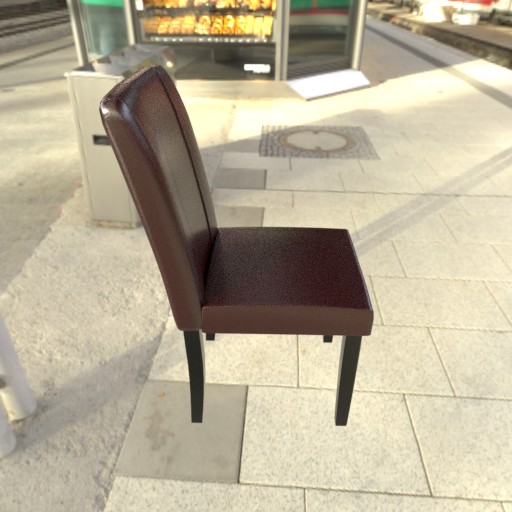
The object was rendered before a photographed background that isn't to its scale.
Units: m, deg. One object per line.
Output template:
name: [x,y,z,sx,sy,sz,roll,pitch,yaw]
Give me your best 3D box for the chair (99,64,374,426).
chair: [0.000,0.000,1.168,0.556,0.897,0.399,1,32,1]
